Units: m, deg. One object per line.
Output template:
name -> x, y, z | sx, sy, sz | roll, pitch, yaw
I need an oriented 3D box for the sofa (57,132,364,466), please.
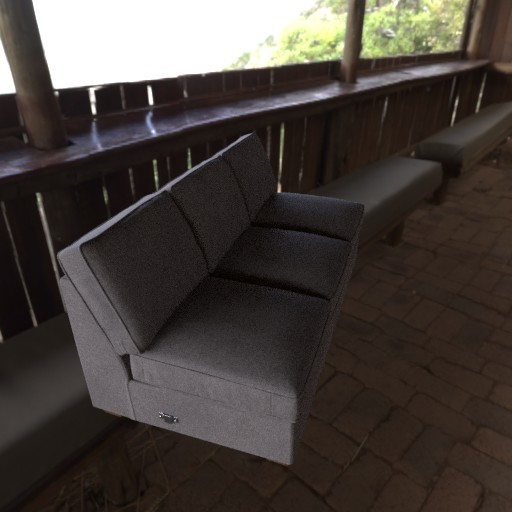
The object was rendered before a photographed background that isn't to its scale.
sofa -> 0.000, 0.000, 2.540 | 1.027, 0.973, 1.962 | 10, 31, 17
